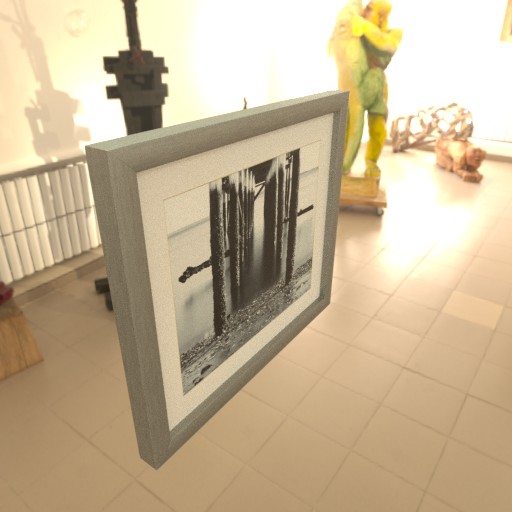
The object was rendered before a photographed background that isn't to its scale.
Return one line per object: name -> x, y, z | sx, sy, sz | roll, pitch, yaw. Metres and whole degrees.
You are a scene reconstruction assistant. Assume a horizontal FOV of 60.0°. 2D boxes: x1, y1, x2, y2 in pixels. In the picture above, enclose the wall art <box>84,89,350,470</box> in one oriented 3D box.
wall art -> 0.000, 0.000, 0.522 | 0.028, 0.330, 0.380 | 19, 33, 31
